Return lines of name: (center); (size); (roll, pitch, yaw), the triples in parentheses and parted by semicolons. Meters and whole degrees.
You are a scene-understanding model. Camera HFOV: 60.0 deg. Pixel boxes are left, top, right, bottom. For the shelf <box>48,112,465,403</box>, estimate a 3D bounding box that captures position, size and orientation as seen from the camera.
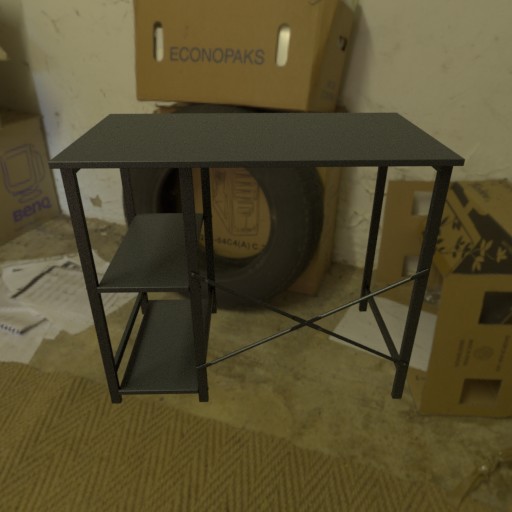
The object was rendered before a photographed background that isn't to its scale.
shelf: (0.000, 0.000, 1.356); (0.902, 0.749, 0.498); (-1, 29, -1)
